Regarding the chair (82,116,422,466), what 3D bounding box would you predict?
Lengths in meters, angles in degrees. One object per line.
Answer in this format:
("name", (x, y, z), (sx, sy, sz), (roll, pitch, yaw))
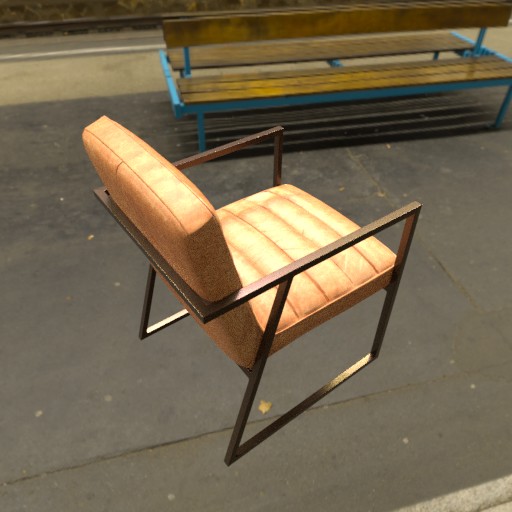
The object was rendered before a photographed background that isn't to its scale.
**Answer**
("chair", (0.000, 0.000, 1.266), (0.677, 0.832, 0.571), (-26, 47, -27))
